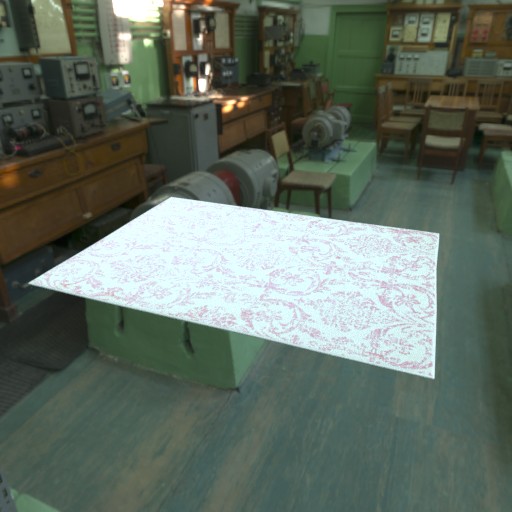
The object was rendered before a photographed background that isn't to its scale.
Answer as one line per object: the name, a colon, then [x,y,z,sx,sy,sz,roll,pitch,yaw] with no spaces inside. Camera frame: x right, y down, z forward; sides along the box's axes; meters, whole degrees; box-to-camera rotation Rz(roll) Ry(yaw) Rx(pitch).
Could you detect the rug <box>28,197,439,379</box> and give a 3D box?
rug: [0.000,0.000,2.864,2.202,0.014,1.598,10,28,19]
